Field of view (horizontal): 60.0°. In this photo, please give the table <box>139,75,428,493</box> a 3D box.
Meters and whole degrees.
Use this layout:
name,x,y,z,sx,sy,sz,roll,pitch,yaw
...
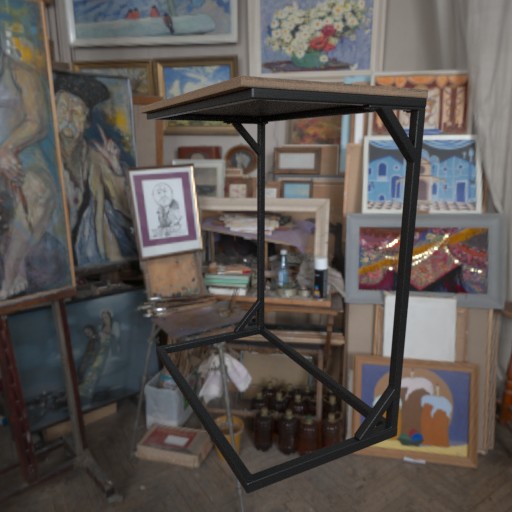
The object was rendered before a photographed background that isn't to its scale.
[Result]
name,x,y,z,sx,sy,sz,roll,pitch,yaw
table,0.000,0.000,1.012,0.351,0.673,0.597,-7,16,-26
